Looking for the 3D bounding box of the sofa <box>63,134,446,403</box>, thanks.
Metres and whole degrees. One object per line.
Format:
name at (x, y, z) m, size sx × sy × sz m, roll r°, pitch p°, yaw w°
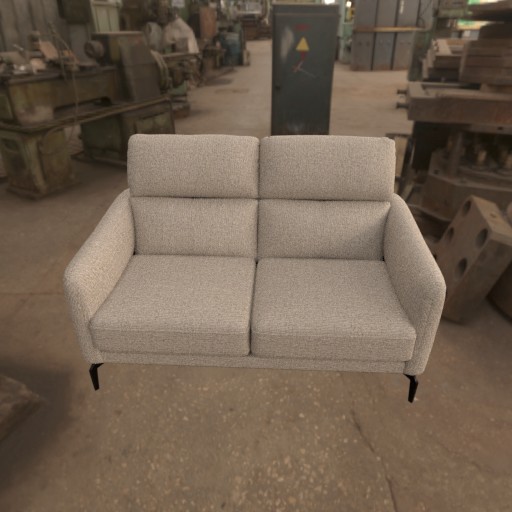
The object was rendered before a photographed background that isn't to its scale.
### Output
sofa at (0.000, 0.000, 2.098) m, size 1.540 × 0.950 × 0.905 m, roll 1°, pitch 29°, yaw 3°
